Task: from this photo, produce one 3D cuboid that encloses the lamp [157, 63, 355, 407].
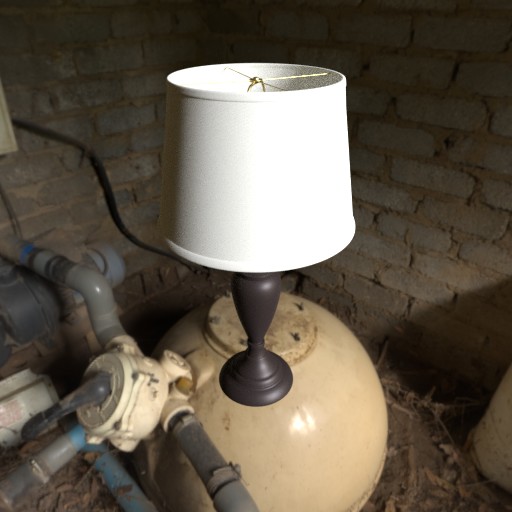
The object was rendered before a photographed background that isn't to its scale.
[{"bbox_3d":[0.000,0.000,0.800,0.335,0.611,0.335,0,31,0],"label":"lamp"}]
